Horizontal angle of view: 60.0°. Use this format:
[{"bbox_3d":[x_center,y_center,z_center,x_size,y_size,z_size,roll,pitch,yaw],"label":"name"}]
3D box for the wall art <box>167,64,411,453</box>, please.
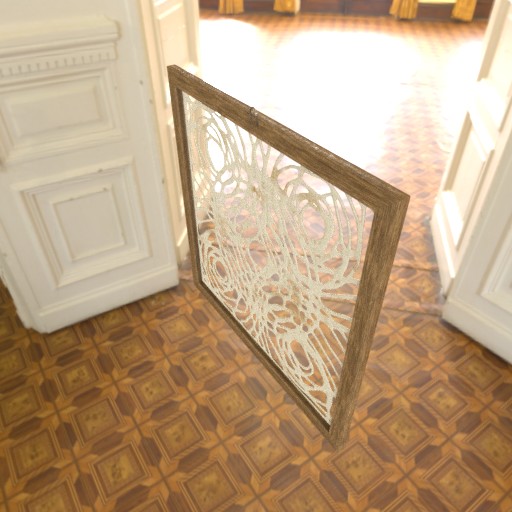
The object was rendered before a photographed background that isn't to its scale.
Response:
[{"bbox_3d":[0.000,0.000,0.828,0.021,0.576,0.561,-24,46,-26],"label":"wall art"}]
